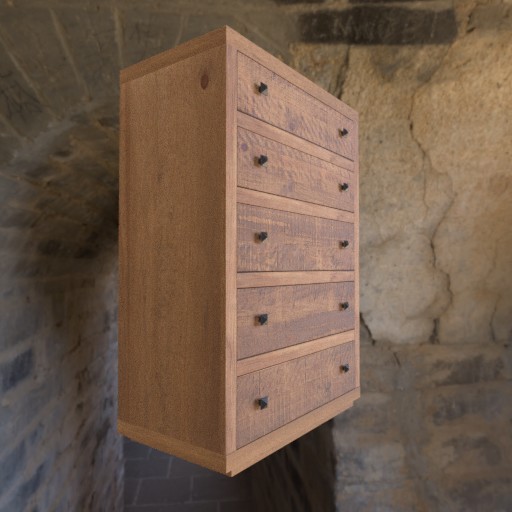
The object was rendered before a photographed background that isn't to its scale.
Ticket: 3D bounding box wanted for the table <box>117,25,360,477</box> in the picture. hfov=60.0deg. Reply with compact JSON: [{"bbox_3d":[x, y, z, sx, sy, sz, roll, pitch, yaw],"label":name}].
[{"bbox_3d":[0.000,0.000,1.747,0.524,1.294,0.901,-1,-2,37],"label":"table"}]
